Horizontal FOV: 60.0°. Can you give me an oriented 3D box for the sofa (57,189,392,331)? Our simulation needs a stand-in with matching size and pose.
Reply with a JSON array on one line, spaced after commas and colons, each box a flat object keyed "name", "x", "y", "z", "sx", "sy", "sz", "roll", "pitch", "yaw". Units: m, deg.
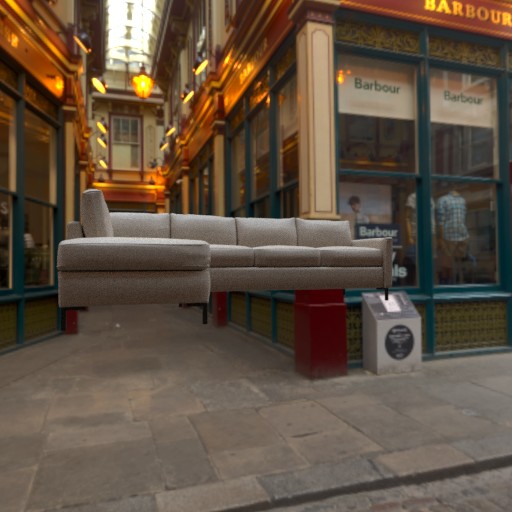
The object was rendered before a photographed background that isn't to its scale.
[{"name": "sofa", "x": 0.000, "y": 0.000, "z": 3.092, "sx": 2.423, "sy": 0.703, "sz": 1.617, "roll": 0, "pitch": -1, "yaw": -19}]
